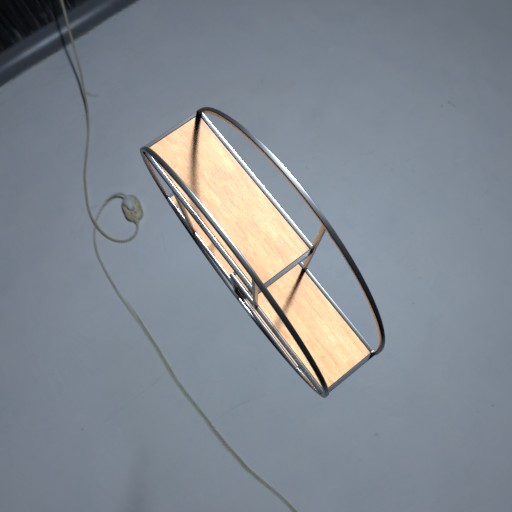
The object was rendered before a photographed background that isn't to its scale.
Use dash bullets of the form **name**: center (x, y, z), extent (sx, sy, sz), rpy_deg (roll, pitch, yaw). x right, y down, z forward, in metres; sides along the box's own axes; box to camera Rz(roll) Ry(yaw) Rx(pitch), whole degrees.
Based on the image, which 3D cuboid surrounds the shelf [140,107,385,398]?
- **shelf**: center (0.000, 0.000, 1.355), extent (0.202, 0.888, 0.888), rpy_deg (-37, 79, -9)
